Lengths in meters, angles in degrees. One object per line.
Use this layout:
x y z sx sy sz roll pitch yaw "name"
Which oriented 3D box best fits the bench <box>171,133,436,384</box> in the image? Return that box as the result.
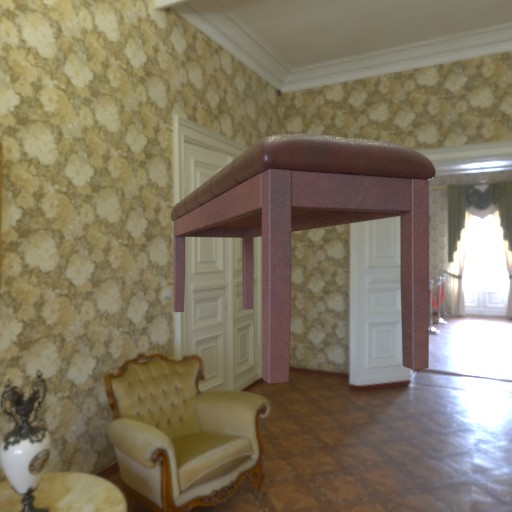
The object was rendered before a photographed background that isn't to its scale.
0.000 0.000 1.472 0.401 0.491 1.259 0 0 -19 "bench"
